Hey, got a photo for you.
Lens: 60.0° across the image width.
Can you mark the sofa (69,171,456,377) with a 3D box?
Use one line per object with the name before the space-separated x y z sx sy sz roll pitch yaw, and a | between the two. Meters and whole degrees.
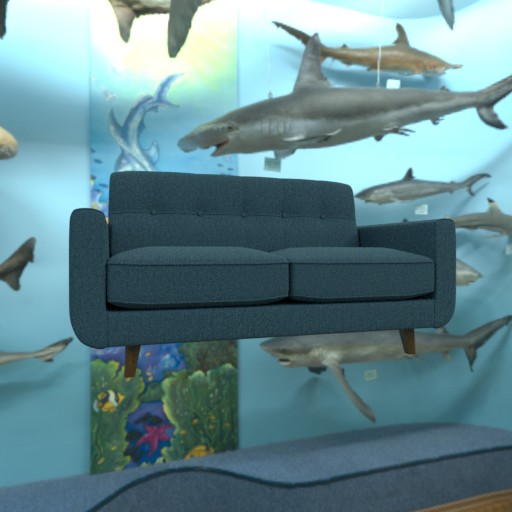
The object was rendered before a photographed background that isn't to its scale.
sofa | 0.000 0.000 2.218 1.651 0.896 0.942 0 0 -18
